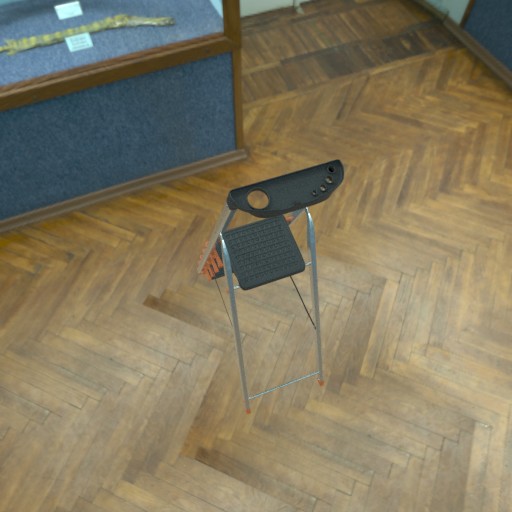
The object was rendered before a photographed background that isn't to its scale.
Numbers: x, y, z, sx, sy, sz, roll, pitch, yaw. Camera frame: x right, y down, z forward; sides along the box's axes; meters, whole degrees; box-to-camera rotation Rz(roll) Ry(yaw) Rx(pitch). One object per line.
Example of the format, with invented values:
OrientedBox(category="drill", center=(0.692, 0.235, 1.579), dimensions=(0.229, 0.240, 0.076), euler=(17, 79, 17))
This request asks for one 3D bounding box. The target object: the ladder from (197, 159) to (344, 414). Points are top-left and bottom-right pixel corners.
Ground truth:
OrientedBox(category="ladder", center=(0.000, 0.000, 2.066), dimensions=(0.480, 1.646, 0.995), euler=(-18, 61, -10))
